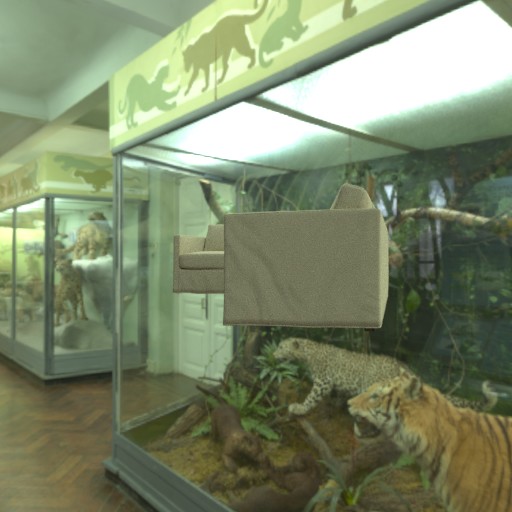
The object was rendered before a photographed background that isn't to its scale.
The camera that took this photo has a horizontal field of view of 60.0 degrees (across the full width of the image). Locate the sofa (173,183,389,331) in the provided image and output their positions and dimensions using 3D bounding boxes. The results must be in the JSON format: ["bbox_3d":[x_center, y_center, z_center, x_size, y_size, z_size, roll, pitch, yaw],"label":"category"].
[{"bbox_3d":[0.000,0.000,4.286,2.432,0.871,3.182,0,0,18],"label":"sofa"}]
